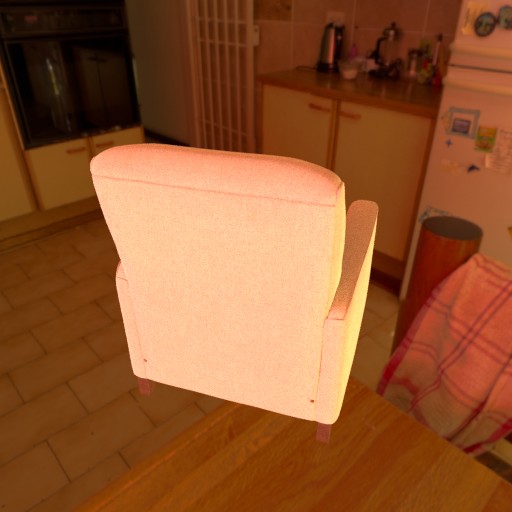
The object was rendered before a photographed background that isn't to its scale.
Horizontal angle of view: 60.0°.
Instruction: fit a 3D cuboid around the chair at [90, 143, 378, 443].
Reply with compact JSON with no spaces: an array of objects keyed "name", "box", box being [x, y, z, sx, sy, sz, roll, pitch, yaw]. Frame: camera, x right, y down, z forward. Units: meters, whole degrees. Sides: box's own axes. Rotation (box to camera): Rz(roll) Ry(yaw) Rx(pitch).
[{"name":"chair","box":[0.000,0.000,1.678,0.845,1.023,0.859,9,33,15]}]
